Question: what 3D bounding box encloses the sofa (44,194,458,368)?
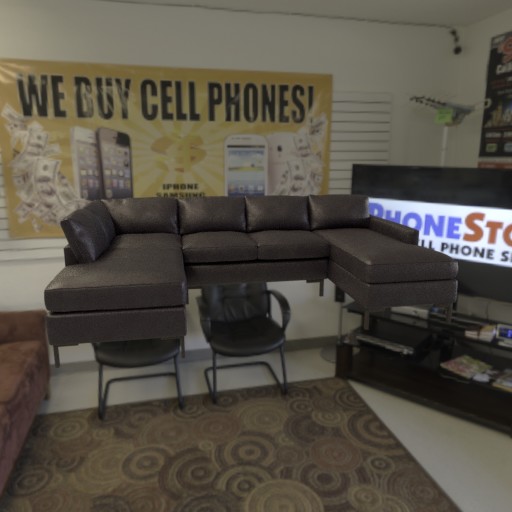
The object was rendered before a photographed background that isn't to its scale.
[{"bbox_3d":[0.000,0.000,3.827,2.956,0.900,1.939,-2,13,-10],"label":"sofa"}]
